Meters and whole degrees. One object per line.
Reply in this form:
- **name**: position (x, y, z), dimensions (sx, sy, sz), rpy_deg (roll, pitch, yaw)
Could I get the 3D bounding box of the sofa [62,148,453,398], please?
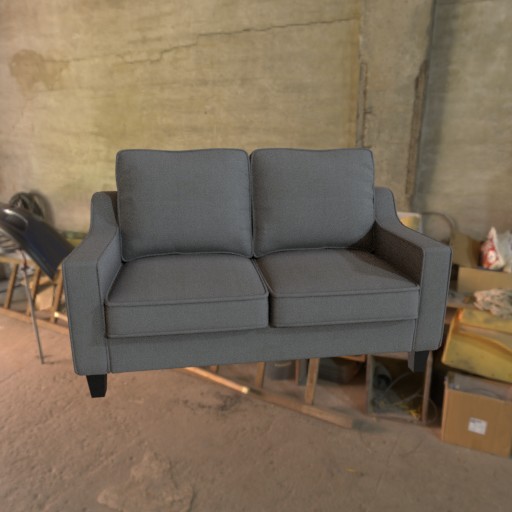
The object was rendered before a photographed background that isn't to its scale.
- **sofa**: position (0.000, 0.000, 2.032), dimensions (1.500, 0.948, 0.791), rpy_deg (-2, 16, -8)
